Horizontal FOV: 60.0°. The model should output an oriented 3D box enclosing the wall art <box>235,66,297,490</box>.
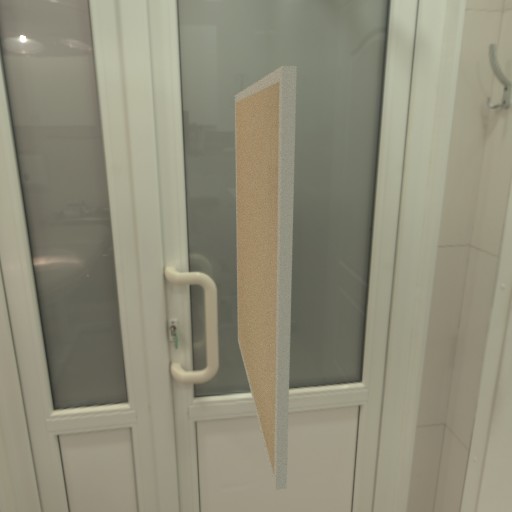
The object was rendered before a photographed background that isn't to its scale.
[{"bbox_3d":[0.000,0.000,0.633,0.013,0.456,0.382,-2,16,-9],"label":"wall art"}]
